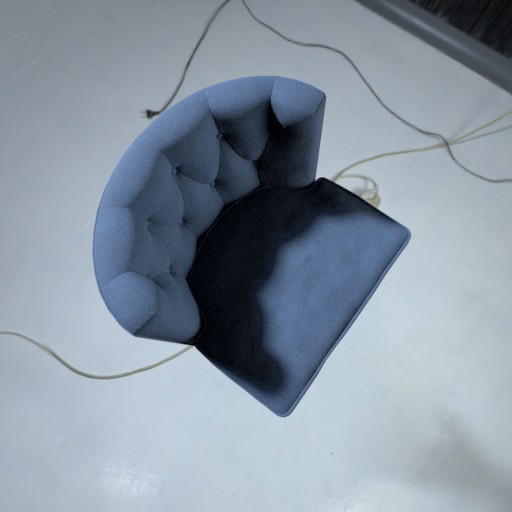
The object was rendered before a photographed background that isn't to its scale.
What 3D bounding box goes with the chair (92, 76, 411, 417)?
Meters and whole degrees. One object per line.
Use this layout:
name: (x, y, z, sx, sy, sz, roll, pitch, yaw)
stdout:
chair: (0.000, 0.000, 1.366, 0.718, 0.771, 0.740, 36, 79, 8)
